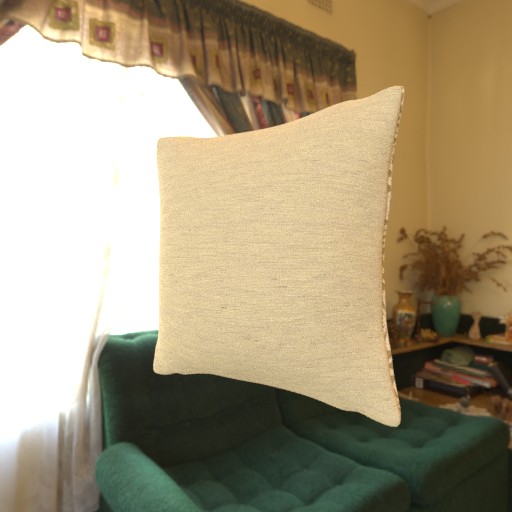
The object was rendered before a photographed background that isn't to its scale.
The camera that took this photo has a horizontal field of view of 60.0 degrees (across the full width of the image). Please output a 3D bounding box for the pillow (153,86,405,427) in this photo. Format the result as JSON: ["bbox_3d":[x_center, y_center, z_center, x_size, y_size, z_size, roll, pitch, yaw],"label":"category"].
[{"bbox_3d":[0.000,0.000,0.666,0.438,0.421,0.167,1,1,35],"label":"pillow"}]
